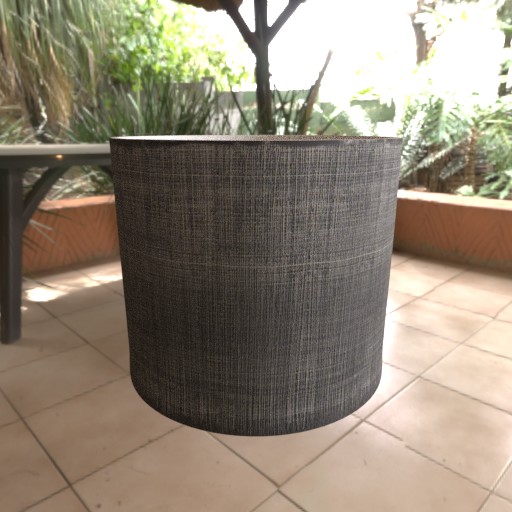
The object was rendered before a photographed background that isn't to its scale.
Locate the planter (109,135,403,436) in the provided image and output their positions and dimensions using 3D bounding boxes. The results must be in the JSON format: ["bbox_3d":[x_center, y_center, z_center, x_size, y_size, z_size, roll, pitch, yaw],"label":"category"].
[{"bbox_3d":[0.000,0.000,0.303,0.178,0.157,0.178,0,16,0],"label":"planter"}]
